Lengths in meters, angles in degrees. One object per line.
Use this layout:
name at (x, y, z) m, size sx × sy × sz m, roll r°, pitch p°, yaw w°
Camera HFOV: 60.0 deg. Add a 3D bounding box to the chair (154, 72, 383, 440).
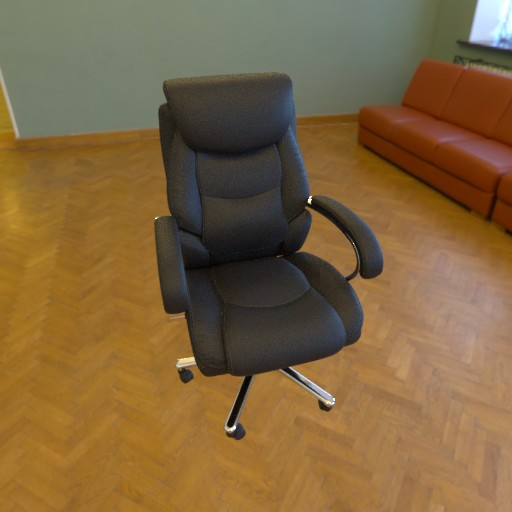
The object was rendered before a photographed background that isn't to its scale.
chair at (0.000, 0.000, 1.682) m, size 0.755 × 1.183 × 0.790 m, roll -9°, pitch 33°, yaw -15°
